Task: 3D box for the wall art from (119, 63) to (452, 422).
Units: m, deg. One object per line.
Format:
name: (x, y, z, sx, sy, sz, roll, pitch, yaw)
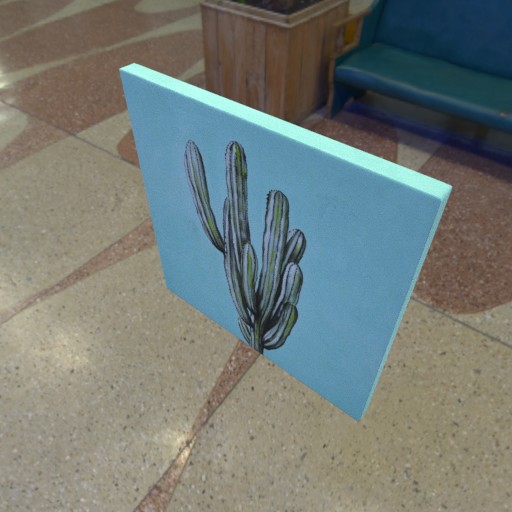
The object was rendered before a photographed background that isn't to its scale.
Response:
wall art: (0.000, 0.000, 1.125, 0.765, 0.766, 0.054, 30, 52, 26)
